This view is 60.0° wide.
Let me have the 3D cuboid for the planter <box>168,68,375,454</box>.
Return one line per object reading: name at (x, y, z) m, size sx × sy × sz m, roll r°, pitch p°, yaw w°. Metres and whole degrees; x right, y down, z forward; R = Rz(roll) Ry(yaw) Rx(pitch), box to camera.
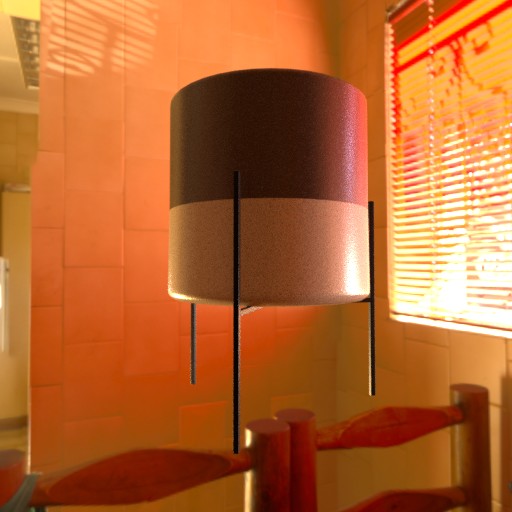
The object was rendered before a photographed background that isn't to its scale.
planter at (0.000, 0.000, 0.531) m, size 0.260 × 0.353 × 0.250 m, roll -1°, pitch -2°, yaw 36°
